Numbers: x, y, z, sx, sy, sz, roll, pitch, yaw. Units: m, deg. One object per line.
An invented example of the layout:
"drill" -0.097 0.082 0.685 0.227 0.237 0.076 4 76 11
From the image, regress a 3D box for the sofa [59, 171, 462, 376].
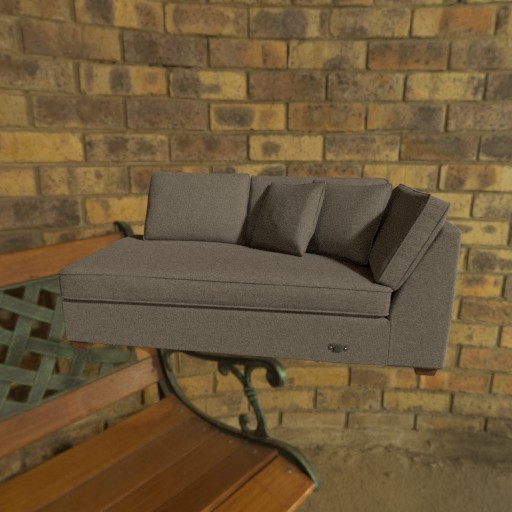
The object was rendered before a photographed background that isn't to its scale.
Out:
"sofa" 0.000 0.000 2.912 2.237 1.033 1.110 2 14 10
